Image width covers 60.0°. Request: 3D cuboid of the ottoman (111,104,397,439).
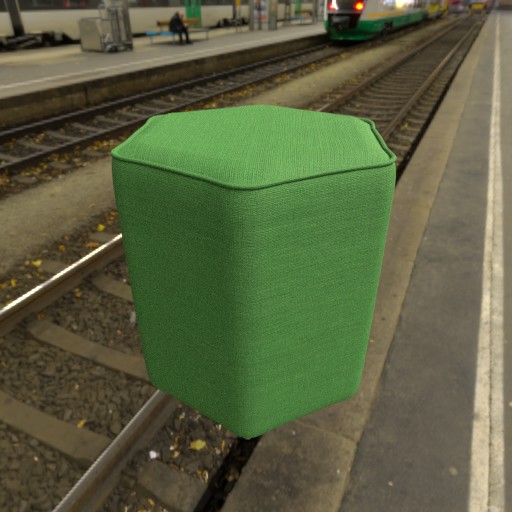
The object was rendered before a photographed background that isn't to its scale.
[{"bbox_3d":[0.000,0.000,0.886,0.444,0.507,0.499,2,30,3],"label":"ottoman"}]
